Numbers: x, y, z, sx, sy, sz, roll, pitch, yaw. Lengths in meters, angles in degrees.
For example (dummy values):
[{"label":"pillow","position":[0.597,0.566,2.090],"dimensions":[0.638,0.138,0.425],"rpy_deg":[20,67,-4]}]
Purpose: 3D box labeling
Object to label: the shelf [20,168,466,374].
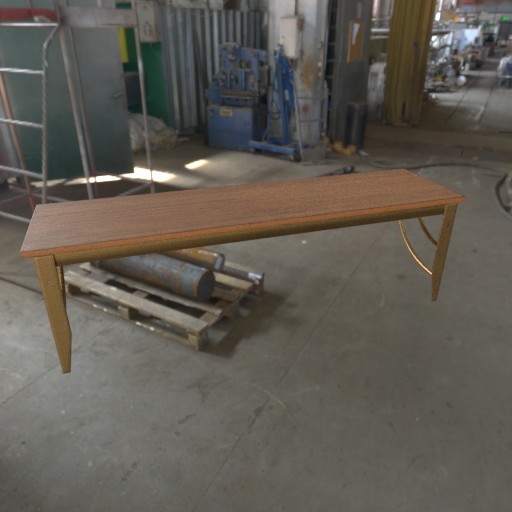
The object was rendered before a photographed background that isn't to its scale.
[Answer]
[{"label":"shelf","position":[0.000,0.000,0.720],"dimensions":[0.636,0.190,0.166],"rpy_deg":[-8,28,-16]}]
